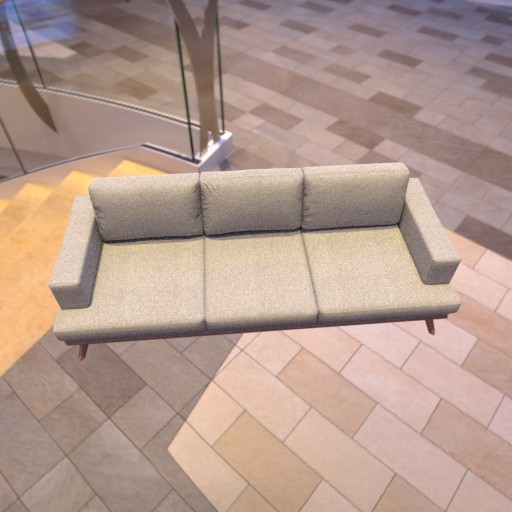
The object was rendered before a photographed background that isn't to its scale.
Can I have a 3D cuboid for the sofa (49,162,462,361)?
[{"bbox_3d":[0.000,0.000,2.762,2.310,0.810,0.920,-4,48,-3],"label":"sofa"}]
